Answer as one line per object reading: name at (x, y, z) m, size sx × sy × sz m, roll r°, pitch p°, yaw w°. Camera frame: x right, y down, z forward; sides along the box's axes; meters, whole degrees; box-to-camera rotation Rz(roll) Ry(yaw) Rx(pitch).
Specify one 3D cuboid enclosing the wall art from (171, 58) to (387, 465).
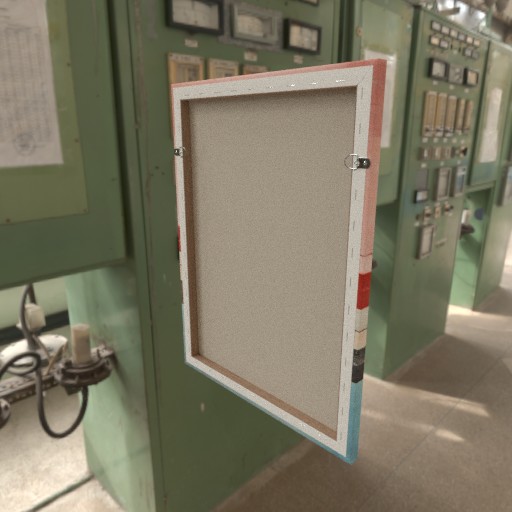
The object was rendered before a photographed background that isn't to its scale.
wall art at (0.000, 0.000, 1.333) m, size 0.039 × 1.016 × 0.761 m, roll -15°, pitch 22°, yaw -42°
